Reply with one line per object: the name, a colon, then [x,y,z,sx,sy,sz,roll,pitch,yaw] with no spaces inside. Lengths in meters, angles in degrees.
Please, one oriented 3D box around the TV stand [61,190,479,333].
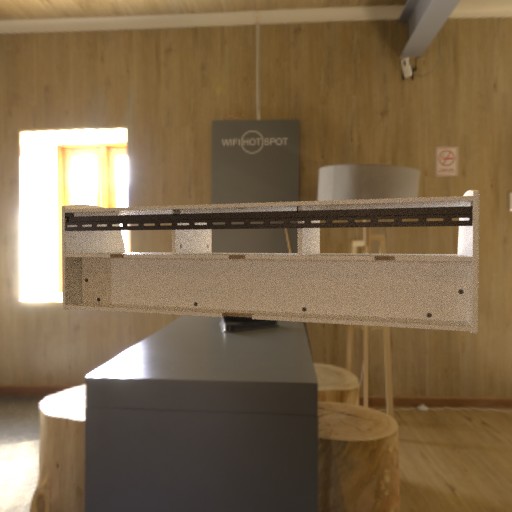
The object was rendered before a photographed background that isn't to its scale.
TV stand: [0.000,0.000,1.686,1.473,0.424,0.397,0,1,19]
